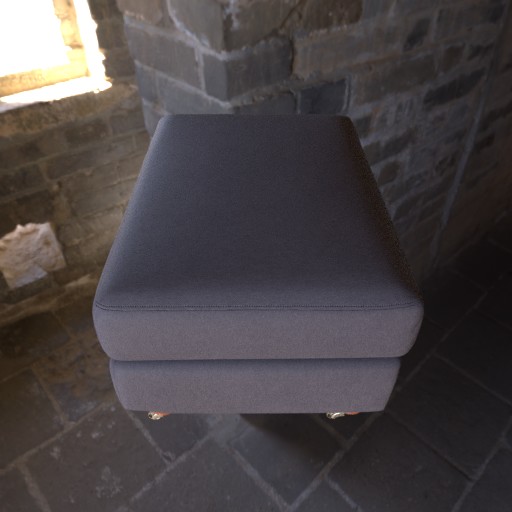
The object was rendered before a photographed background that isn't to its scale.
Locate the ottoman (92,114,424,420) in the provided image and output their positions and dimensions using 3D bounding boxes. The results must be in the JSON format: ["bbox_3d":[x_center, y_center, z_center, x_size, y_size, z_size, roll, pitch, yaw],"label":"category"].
[{"bbox_3d":[0.000,0.000,1.122,0.574,0.497,0.773,0,41,0],"label":"ottoman"}]
